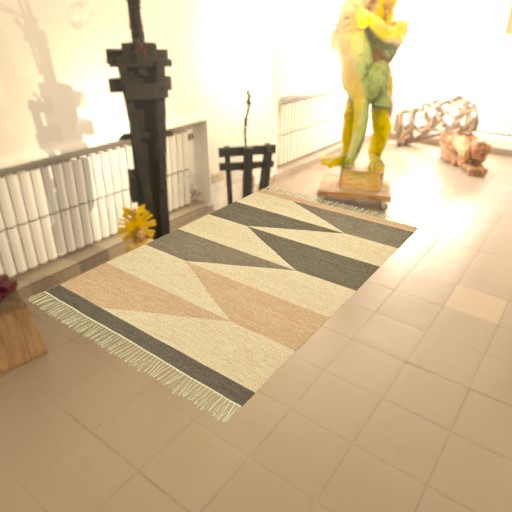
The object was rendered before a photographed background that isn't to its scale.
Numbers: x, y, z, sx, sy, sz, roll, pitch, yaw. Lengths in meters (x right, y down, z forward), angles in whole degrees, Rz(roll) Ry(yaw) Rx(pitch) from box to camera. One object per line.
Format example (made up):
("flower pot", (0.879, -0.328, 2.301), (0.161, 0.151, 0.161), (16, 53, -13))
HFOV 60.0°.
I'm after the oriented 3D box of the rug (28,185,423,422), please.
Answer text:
("rug", (0.000, 0.000, 2.490), (1.224, 0.027, 2.021), (19, 34, 32))
